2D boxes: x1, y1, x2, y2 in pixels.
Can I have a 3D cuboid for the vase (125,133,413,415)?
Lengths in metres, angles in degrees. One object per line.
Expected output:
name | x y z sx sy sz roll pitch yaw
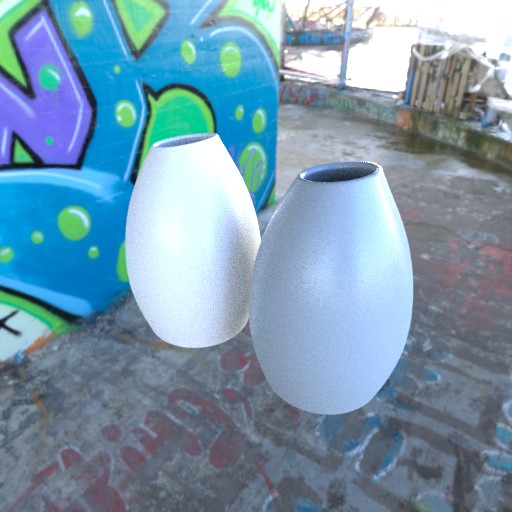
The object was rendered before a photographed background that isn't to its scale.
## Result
vase | 0.000 0.000 0.265 0.187 0.131 0.089 19 35 29
